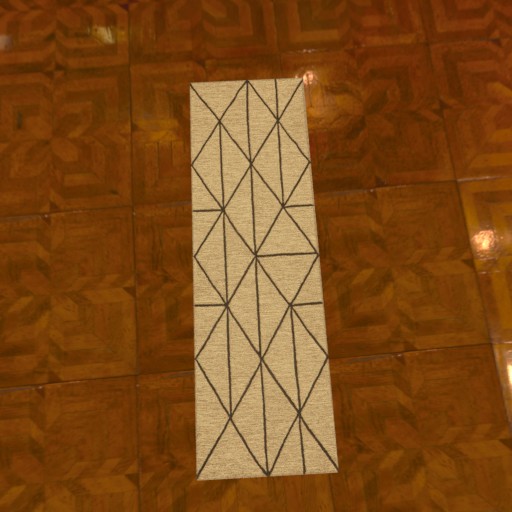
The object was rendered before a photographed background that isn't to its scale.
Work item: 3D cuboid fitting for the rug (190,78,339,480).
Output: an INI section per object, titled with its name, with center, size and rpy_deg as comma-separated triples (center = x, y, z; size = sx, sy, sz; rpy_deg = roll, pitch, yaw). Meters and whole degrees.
[rug]
center = 0.000, 0.000, 2.674
size = 0.762, 0.012, 2.438
rpy_deg = -3, 76, -1
